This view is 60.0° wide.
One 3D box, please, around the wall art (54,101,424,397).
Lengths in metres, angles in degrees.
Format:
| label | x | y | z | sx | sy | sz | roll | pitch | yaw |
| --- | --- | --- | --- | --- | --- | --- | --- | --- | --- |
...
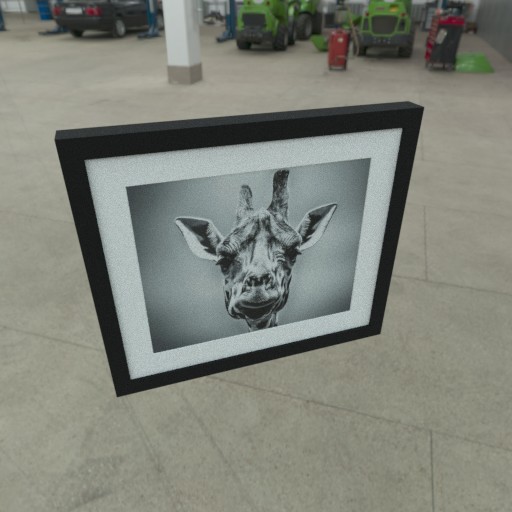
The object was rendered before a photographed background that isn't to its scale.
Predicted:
| label | x | y | z | sx | sy | sz | roll | pitch | yaw |
| --- | --- | --- | --- | --- | --- | --- | --- | --- | --- |
| wall art | 0.000 | 0.000 | 0.537 | 0.381 | 0.330 | 0.031 | -10 | 33 | -15 |
